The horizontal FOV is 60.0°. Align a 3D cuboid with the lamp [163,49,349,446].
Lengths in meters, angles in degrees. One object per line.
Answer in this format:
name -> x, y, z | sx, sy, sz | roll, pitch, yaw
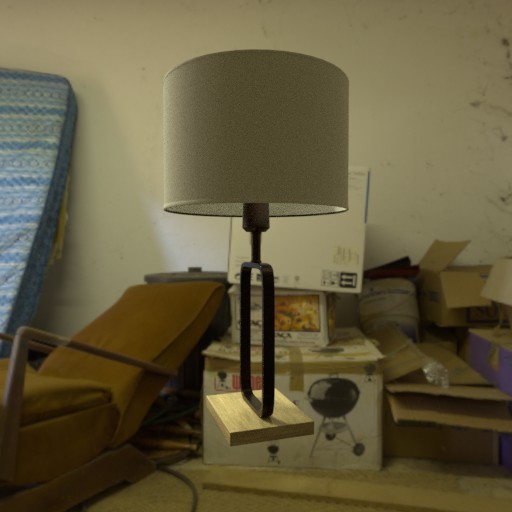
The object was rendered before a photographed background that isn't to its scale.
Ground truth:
lamp -> 0.000, 0.000, 0.683 | 0.279, 0.508, 0.279 | 0, 1, -18
